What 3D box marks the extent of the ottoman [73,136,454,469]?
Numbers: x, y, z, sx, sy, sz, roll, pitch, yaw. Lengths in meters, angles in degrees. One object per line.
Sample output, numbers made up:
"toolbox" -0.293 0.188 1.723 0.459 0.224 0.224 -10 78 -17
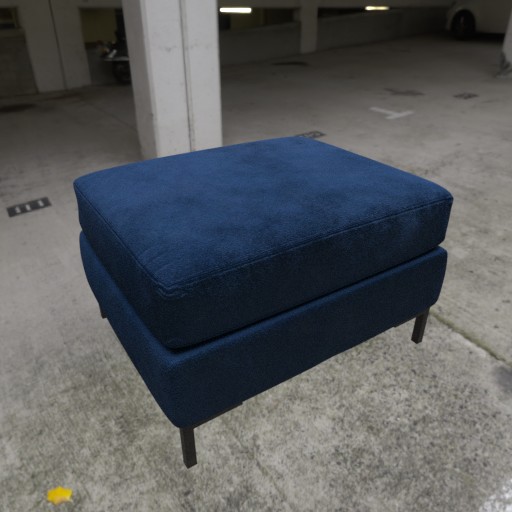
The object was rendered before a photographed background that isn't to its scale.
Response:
"ottoman" 0.000 0.000 1.191 0.794 0.485 0.655 -18 34 -28
